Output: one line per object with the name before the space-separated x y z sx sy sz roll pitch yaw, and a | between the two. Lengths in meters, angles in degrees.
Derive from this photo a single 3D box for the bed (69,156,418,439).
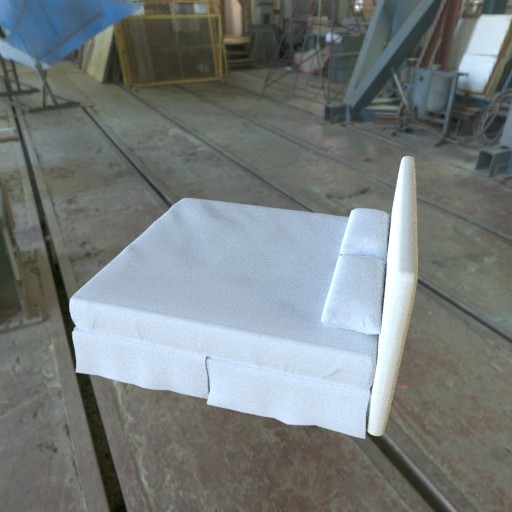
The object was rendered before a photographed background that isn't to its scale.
bed | 0.000 0.000 3.668 2.341 1.317 2.119 9 31 14
